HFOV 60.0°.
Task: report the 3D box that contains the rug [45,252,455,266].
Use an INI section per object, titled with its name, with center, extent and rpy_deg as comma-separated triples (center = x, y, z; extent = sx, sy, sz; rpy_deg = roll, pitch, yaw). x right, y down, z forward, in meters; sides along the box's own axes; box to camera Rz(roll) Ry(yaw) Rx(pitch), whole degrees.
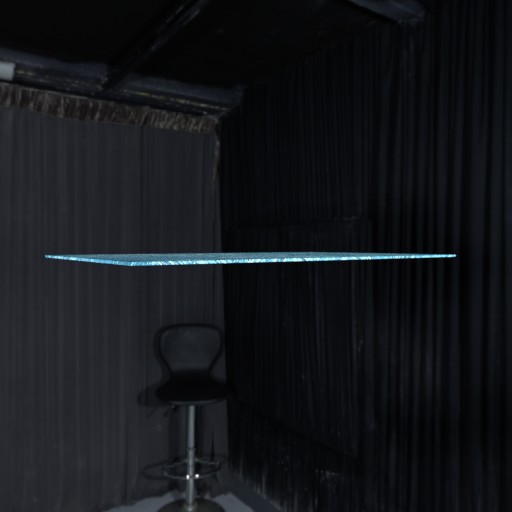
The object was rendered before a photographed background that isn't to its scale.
[rug]
center = 0.000, 0.000, 2.933
extent = 2.277, 0.015, 1.490
rpy_deg = -1, 2, -37
